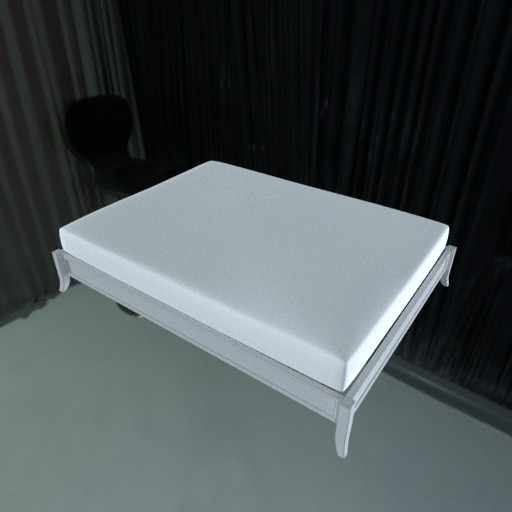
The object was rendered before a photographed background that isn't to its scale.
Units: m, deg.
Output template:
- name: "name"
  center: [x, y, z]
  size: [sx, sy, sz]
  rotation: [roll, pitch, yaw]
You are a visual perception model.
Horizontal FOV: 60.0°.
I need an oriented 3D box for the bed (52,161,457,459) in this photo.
- name: "bed"
  center: [0.000, 0.000, 2.878]
  size: [2.108, 0.510, 1.604]
  rotation: [21, 38, 30]
